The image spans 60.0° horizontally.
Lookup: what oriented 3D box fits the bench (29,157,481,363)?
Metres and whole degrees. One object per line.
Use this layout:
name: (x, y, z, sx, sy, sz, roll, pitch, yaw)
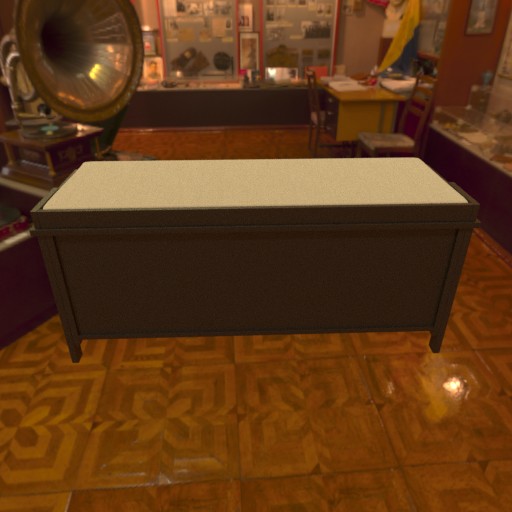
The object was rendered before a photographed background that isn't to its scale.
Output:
bench: (0.000, 0.000, 1.390, 1.140, 0.501, 0.398, -1, 30, -2)
